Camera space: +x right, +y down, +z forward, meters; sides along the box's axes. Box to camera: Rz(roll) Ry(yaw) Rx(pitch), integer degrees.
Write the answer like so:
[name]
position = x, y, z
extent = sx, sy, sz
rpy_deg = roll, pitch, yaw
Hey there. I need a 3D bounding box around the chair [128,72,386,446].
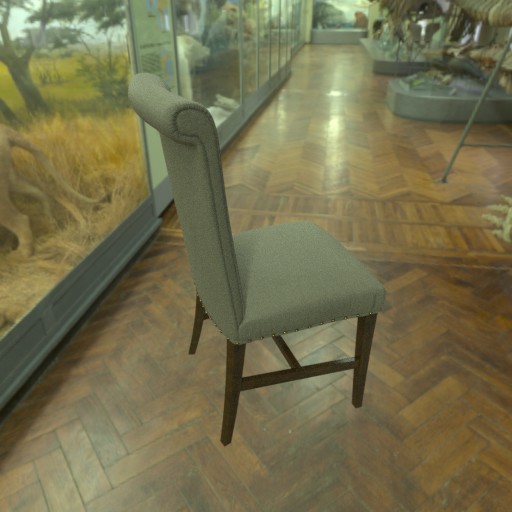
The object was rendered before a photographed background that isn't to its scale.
[chair]
position = 0.000, 0.000, 1.321
extent = 0.608, 0.988, 0.513
rpy_deg = -11, 31, -18
